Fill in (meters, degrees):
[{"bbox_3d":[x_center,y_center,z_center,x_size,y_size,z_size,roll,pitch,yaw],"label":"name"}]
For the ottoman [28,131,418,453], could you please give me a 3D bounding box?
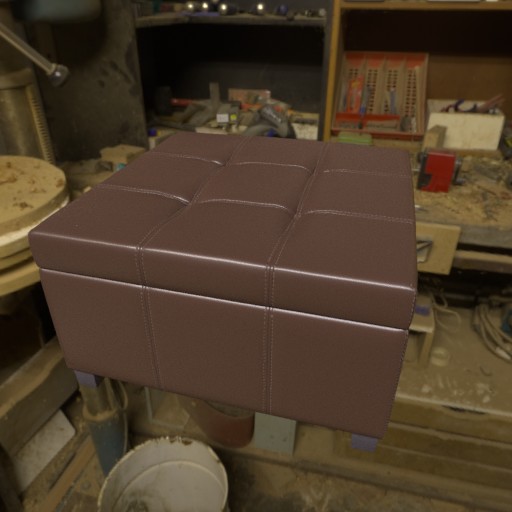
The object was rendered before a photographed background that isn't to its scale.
[{"bbox_3d":[0.000,0.000,1.250,0.787,0.460,0.788,8,32,13],"label":"ottoman"}]
